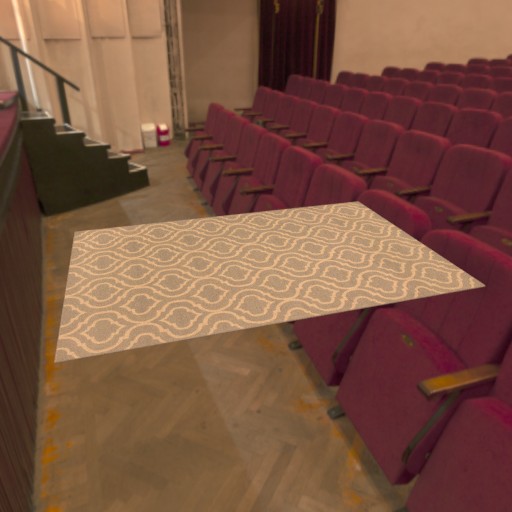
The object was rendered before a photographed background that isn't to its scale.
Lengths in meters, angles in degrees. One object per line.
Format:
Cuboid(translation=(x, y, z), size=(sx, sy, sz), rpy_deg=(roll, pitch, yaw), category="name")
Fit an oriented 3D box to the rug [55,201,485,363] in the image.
Cuboid(translation=(0.000, 0.000, 2.191), size=(1.749, 0.015, 1.141), rpy_deg=(-8, 27, -15), category="rug")
